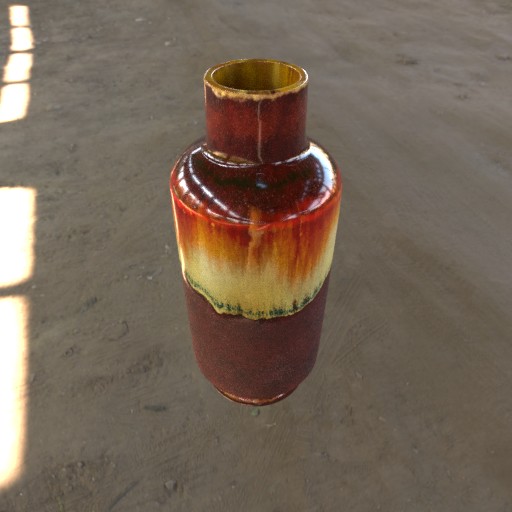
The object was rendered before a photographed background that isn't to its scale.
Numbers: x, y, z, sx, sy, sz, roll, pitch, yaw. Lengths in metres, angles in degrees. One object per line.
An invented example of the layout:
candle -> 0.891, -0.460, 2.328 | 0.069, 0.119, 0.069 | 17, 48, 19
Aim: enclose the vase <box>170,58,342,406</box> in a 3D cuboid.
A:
vase -> 0.000, 0.000, 0.327 | 0.111, 0.261, 0.111 | 0, 40, 0
